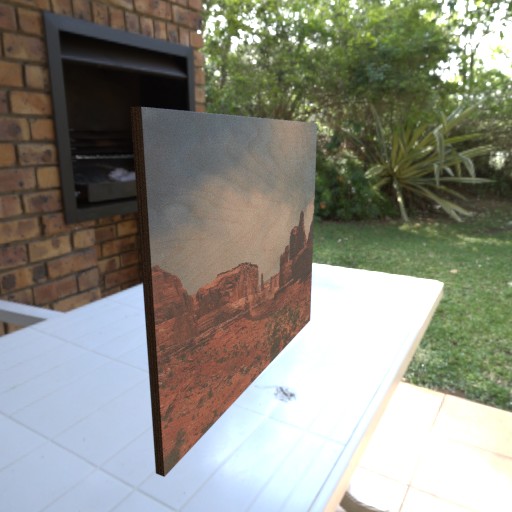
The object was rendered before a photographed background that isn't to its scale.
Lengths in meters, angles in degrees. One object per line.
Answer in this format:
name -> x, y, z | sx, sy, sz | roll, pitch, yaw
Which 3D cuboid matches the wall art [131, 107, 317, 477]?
wall art -> 0.000, 0.000, 0.683 | 0.013, 0.406, 0.508 | 7, 16, 25
